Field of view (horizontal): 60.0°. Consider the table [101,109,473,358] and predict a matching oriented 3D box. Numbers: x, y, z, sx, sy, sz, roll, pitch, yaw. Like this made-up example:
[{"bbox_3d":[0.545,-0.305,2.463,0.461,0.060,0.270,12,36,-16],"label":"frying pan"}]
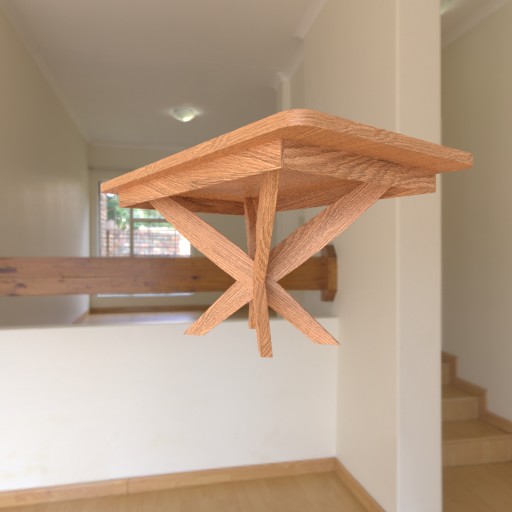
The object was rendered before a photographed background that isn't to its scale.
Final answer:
[{"bbox_3d":[0.000,0.000,2.057,0.950,0.770,1.600,0,0,-37],"label":"table"}]
